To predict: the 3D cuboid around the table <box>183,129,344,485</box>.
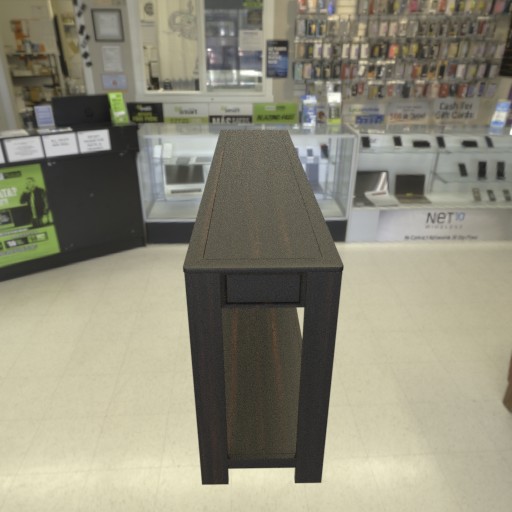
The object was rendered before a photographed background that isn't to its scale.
[{"bbox_3d":[0.000,0.000,1.928,0.384,0.762,1.631,0,27,-1],"label":"table"}]
